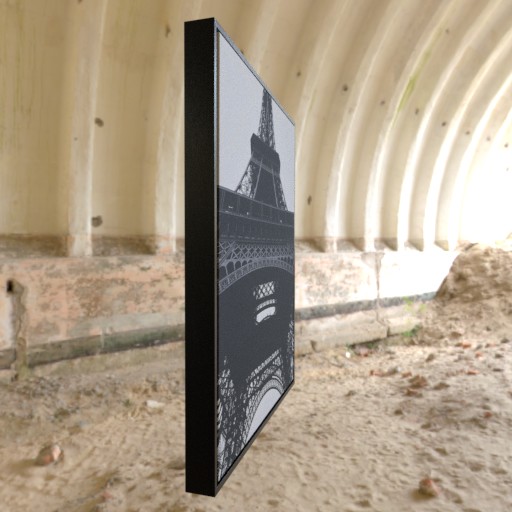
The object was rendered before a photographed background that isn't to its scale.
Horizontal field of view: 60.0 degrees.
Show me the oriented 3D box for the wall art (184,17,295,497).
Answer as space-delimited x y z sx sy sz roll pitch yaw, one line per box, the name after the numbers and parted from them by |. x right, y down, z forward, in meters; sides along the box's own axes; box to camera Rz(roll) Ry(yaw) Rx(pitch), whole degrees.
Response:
0.000 0.000 0.731 0.039 0.553 0.451 0 1 17 | wall art
